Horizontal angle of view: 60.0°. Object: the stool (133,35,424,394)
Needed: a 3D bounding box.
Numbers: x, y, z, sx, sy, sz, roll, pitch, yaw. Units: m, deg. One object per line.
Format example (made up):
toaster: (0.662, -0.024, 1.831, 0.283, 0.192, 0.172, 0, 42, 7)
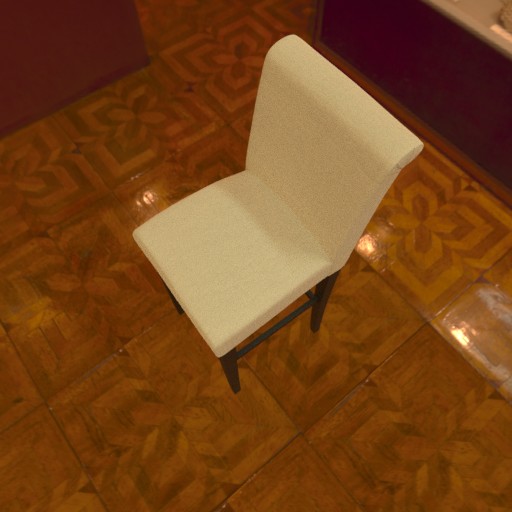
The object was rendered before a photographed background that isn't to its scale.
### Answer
stool: (0.000, 0.000, 1.447, 0.597, 1.124, 0.452, -33, 68, -16)
